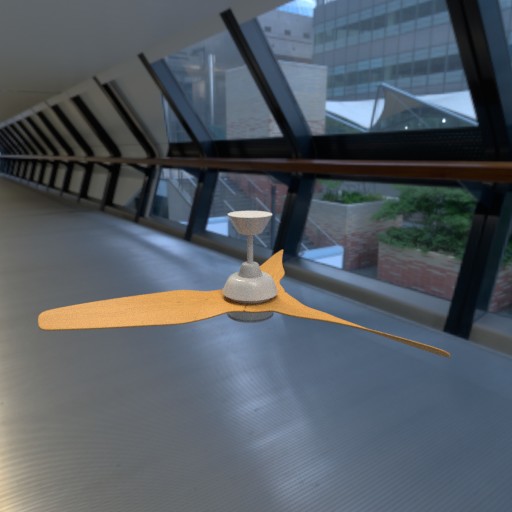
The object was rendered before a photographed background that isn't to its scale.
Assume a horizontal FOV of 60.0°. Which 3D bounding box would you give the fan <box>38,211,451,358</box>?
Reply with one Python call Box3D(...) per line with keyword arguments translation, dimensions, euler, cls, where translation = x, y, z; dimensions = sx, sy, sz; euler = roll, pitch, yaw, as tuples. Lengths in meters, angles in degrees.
Box3D(translation=(0.000, 0.000, 1.619), dimensions=(1.142, 0.355, 1.010), euler=(2, 14, 9), cls="fan")
